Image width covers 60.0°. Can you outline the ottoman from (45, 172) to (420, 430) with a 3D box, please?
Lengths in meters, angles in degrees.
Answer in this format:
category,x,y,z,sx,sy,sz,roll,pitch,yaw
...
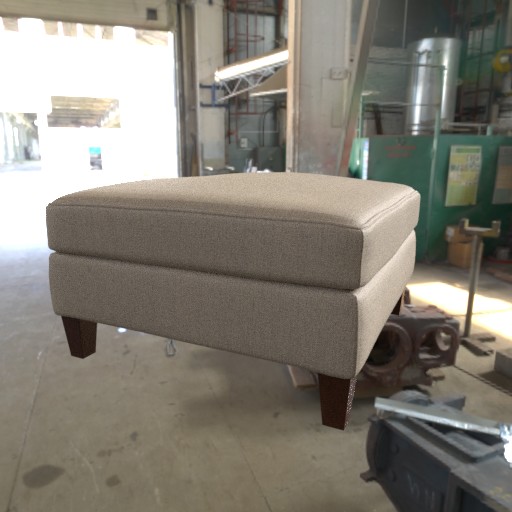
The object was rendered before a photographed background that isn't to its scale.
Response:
category,x,y,z,sx,sy,sz,roll,pitch,yaw
ottoman,0.000,0.000,1.337,0.838,0.481,0.838,6,15,25
